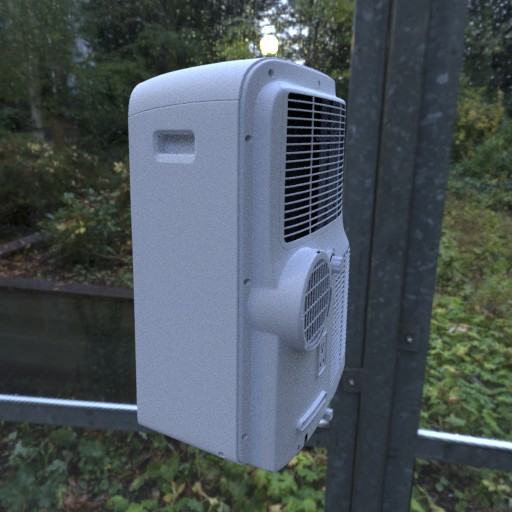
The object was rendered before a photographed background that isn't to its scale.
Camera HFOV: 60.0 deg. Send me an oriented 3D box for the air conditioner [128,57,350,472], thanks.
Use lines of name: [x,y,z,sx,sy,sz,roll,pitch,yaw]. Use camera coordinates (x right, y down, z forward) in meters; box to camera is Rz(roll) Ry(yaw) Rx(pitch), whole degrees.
air conditioner: [0.000,0.000,0.913,0.365,0.700,0.454,7,17,25]
